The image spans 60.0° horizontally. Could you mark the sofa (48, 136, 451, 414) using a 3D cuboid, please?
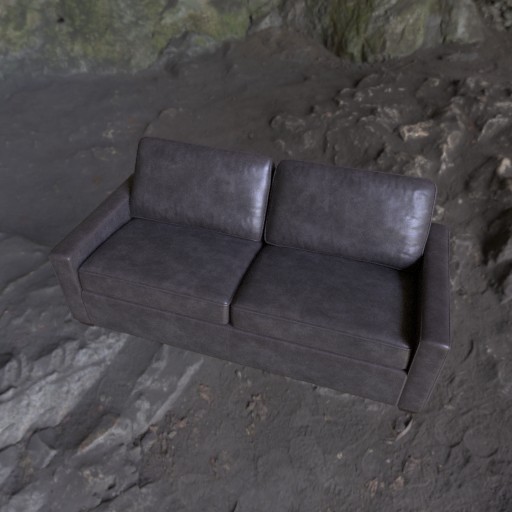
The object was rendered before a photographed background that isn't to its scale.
[{"bbox_3d":[0.000,0.000,2.537,2.081,0.916,0.939,12,42,14],"label":"sofa"}]
